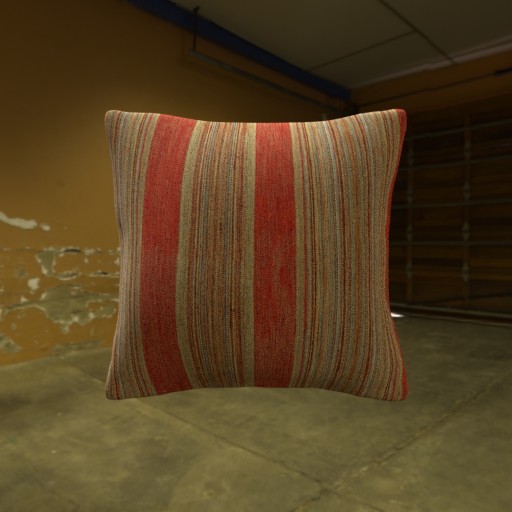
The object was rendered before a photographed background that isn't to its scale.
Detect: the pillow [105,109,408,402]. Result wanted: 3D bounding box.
[{"bbox_3d":[0.000,0.000,0.635,0.437,0.419,0.136,0,0,0],"label":"pillow"}]
